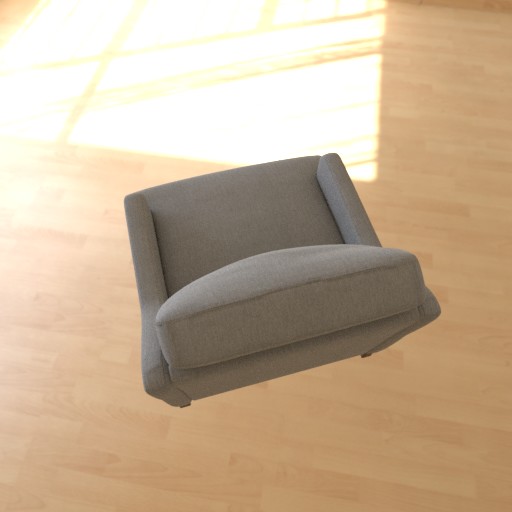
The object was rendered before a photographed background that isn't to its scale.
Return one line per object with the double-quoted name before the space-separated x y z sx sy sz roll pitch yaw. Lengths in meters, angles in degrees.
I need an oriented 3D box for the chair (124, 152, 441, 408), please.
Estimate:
"chair" 0.000 0.000 1.547 0.826 0.821 0.892 -13 60 -8
